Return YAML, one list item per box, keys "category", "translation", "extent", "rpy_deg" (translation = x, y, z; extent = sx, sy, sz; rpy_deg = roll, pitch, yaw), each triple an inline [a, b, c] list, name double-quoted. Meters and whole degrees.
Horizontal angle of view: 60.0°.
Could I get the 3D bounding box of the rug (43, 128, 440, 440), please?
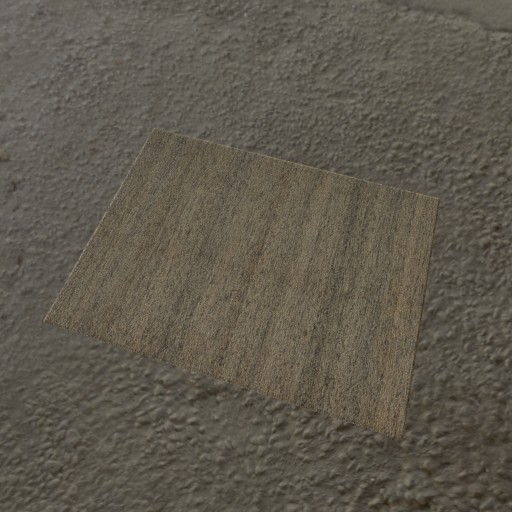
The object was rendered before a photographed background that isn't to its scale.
- category: "rug"
  translation: [0.000, 0.000, 4.242]
  extent: [3.199, 0.036, 2.414]
  rpy_deg: [16, 63, 8]
